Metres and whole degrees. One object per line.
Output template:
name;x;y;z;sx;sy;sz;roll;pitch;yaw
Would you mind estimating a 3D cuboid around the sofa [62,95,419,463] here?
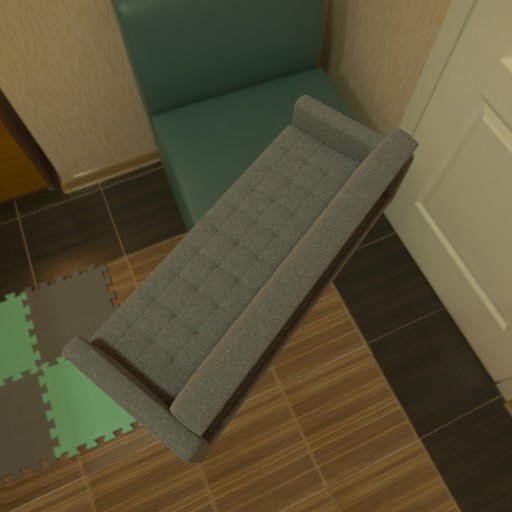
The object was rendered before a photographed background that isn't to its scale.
sofa;0.000;0.000;2.459;0.810;0.850;2.040;34;69;15
